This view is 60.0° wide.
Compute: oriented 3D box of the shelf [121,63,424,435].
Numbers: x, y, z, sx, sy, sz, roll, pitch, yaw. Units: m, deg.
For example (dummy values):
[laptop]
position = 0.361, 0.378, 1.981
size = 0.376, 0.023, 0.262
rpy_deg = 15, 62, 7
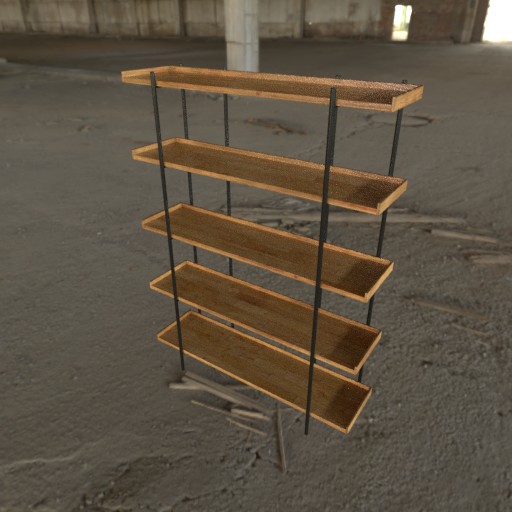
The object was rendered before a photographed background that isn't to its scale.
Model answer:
[shelf]
position = 0.000, 0.000, 2.395
size = 1.371, 1.826, 0.379
rpy_deg = 18, 33, 29
